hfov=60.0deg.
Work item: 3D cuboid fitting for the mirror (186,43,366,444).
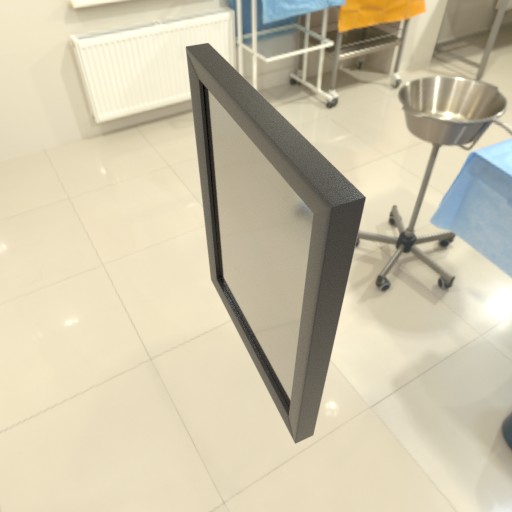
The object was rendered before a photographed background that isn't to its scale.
[{"bbox_3d":[0.000,0.000,0.699,0.041,0.508,0.405,-18,48,-17],"label":"mirror"}]
